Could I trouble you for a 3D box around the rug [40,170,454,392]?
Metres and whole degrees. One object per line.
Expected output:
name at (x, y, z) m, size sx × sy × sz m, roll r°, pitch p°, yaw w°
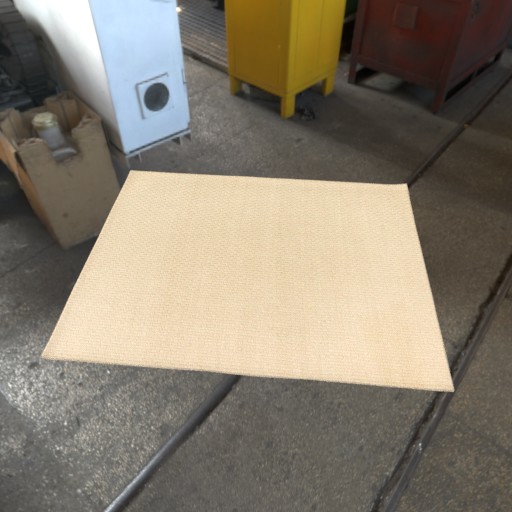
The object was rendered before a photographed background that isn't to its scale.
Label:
rug at (0.000, 0.000, 3.849) m, size 2.897 × 0.035 × 2.277 m, roll 4°, pitch 47°, yaw 4°
